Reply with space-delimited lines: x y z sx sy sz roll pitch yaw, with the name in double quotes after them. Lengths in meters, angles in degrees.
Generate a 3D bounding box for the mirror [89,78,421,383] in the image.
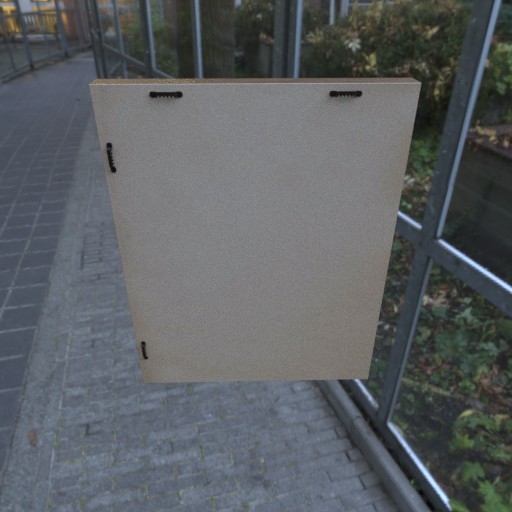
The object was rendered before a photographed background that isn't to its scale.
0.000 0.000 0.682 0.405 0.508 0.041 -1 31 -1 "mirror"
